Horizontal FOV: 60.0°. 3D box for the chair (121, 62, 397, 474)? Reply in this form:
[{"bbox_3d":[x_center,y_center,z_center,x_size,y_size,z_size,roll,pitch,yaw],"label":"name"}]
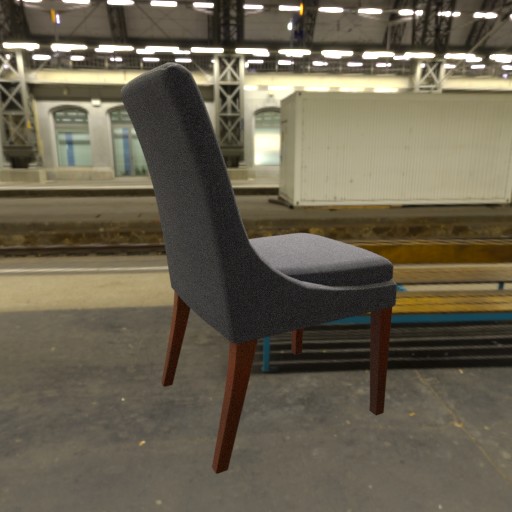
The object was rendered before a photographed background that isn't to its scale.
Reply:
[{"bbox_3d":[0.000,0.000,1.301,0.655,0.952,0.508,-7,16,-27],"label":"chair"}]
